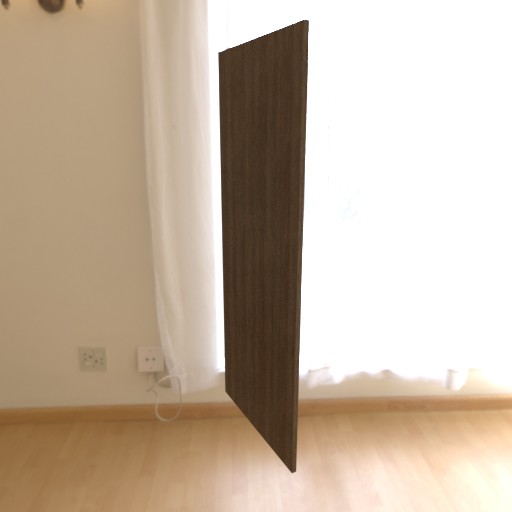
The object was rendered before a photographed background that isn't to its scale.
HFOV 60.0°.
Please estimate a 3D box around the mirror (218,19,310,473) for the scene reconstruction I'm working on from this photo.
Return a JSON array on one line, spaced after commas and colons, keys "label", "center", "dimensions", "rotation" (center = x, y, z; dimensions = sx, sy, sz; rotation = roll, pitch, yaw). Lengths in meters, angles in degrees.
[{"label": "mirror", "center": [0.000, 0.000, 2.272], "dimensions": [0.025, 2.032, 0.812], "rotation": [-8, 18, -27]}]
